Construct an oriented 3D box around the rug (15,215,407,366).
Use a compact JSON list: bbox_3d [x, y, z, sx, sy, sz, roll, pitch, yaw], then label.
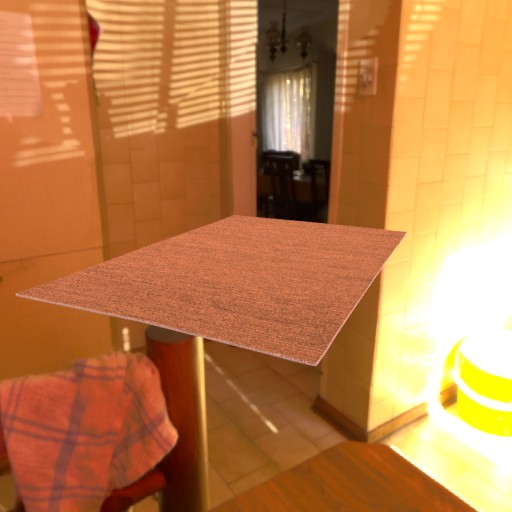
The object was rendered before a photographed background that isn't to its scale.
[{"bbox_3d":[0.000,0.000,2.943,1.616,0.030,2.338,8,18,25],"label":"rug"}]
